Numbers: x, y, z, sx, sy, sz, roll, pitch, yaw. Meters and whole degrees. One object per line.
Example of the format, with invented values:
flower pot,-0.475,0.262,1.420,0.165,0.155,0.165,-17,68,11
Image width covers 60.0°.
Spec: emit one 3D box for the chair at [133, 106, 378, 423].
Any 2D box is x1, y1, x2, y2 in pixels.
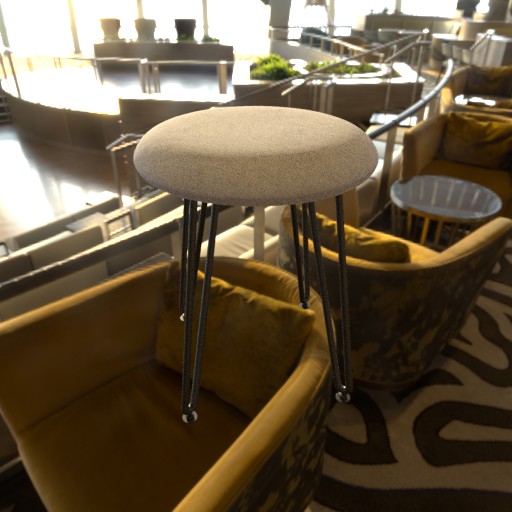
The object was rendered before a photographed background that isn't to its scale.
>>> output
chair,0.000,0.000,0.655,0.350,0.386,0.350,20,36,30
